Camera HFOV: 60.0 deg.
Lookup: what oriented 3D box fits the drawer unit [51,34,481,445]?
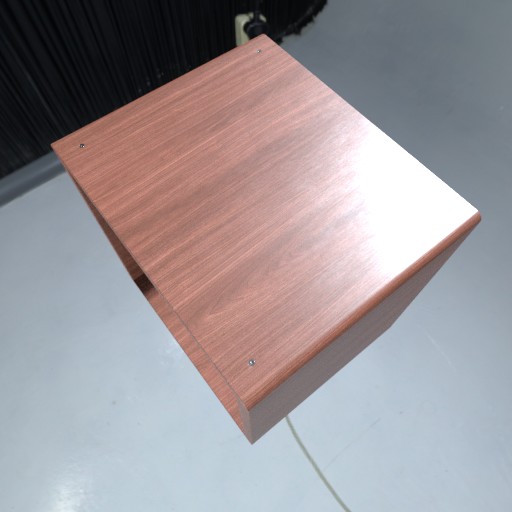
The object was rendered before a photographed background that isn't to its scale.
[{"bbox_3d":[0.000,0.000,0.608,0.290,0.351,0.349,-35,68,-16],"label":"drawer unit"}]
